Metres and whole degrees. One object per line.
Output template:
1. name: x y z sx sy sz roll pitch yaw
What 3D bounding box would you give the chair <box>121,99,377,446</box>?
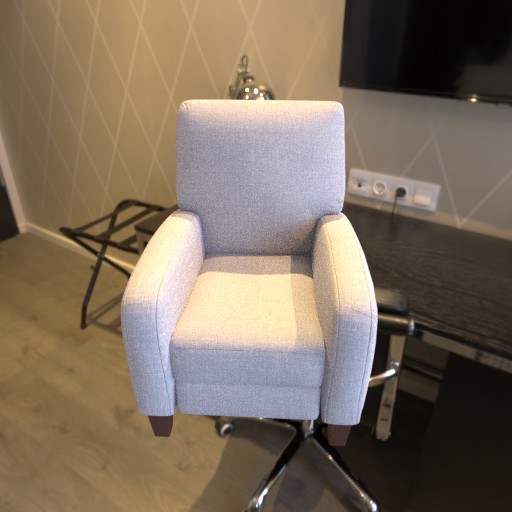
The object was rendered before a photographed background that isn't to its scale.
1. chair: 0.000 0.000 1.660 0.762 0.990 0.990 2 30 3
